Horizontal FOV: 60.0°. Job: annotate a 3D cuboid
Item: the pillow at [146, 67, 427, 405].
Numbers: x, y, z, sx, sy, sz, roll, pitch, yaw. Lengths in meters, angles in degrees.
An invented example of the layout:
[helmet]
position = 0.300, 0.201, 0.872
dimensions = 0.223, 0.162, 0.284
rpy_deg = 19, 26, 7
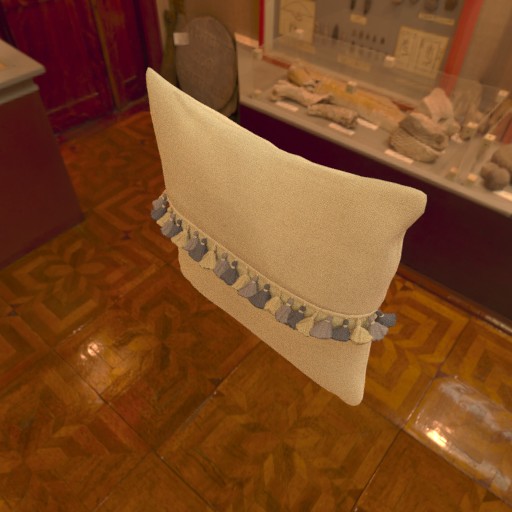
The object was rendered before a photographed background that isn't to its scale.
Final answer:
[pillow]
position = 0.000, 0.000, 0.734
dimensions = 0.489, 0.481, 0.165
rpy_deg = 33, 55, 28
